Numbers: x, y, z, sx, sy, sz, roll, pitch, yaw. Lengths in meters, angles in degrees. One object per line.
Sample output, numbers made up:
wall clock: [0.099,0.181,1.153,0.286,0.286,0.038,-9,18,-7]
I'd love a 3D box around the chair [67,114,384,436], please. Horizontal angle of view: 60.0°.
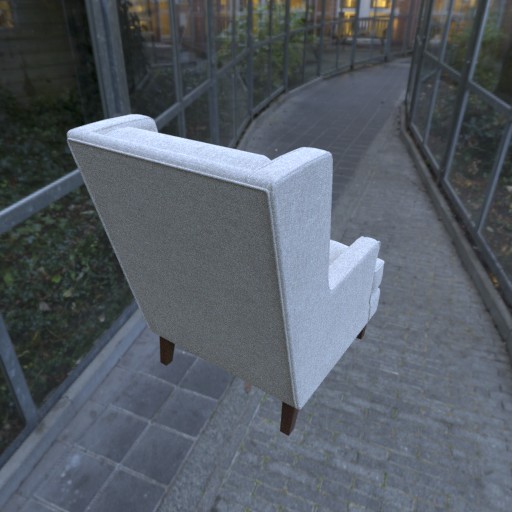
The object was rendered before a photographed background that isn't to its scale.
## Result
chair: [0.000,0.000,1.748,0.764,1.082,0.948,20,36,30]
